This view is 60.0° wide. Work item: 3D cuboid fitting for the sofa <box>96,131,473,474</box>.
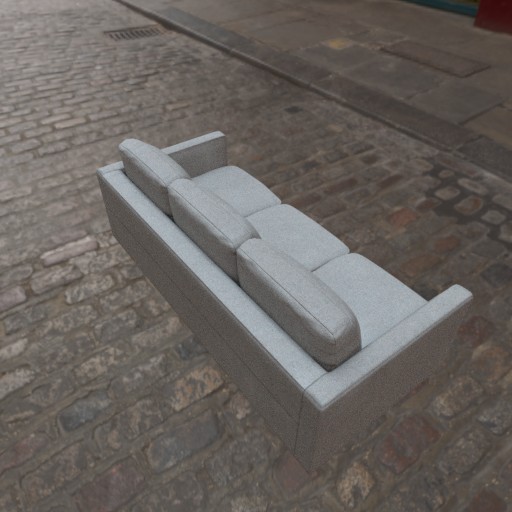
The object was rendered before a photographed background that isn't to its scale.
[{"bbox_3d":[0.000,0.000,2.450,0.944,0.918,1.983,-26,47,-27],"label":"sofa"}]
